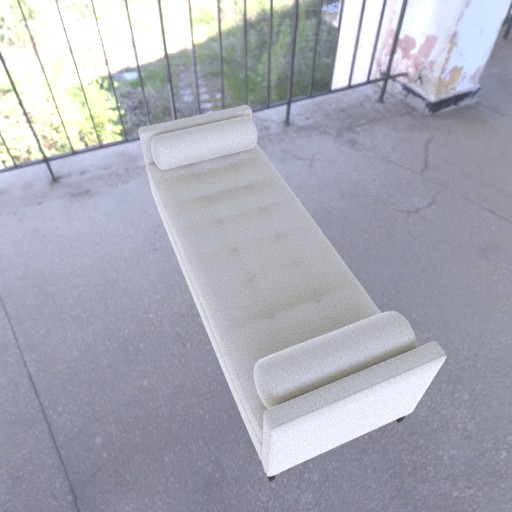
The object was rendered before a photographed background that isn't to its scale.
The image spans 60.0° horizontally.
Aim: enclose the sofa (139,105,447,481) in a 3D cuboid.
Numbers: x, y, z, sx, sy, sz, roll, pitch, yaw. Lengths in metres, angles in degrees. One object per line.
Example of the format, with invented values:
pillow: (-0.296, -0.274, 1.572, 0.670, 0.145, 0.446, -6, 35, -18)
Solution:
sofa: (0.000, 0.000, 2.375, 0.746, 0.641, 1.985, -17, 50, -15)
